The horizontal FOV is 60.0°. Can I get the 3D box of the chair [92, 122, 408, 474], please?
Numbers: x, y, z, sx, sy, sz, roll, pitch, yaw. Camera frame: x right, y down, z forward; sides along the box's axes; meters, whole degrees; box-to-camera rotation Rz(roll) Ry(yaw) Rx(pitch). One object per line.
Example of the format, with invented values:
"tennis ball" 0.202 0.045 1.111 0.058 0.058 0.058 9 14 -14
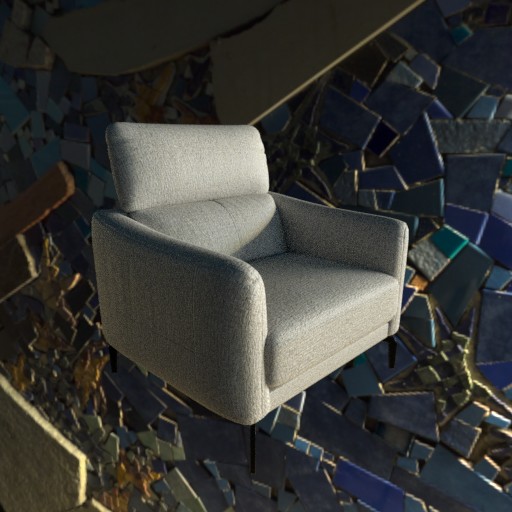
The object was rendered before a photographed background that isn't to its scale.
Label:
"chair" 0.000 0.000 1.671 0.835 0.967 0.972 15 21 42
